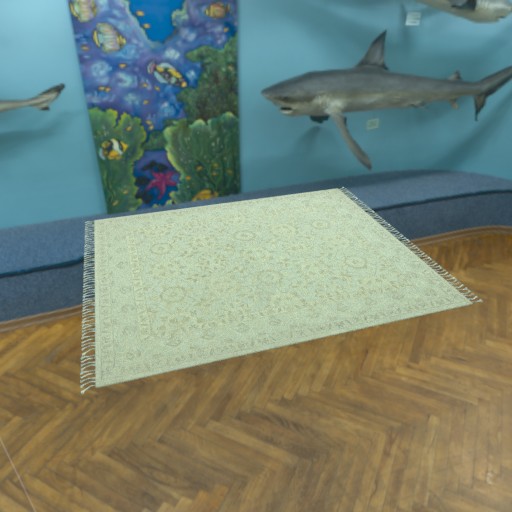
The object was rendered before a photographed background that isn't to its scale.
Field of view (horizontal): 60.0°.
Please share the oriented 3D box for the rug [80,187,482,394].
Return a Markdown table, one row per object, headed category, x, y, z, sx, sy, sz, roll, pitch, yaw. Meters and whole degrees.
| category | x | y | z | sx | sy | sz | roll | pitch | yaw |
| --- | --- | --- | --- | --- | --- | --- | --- | --- | --- |
| rug | 0.000 | 0.000 | 4.105 | 3.043 | 0.013 | 2.444 | -9 | 33 | -15 |
